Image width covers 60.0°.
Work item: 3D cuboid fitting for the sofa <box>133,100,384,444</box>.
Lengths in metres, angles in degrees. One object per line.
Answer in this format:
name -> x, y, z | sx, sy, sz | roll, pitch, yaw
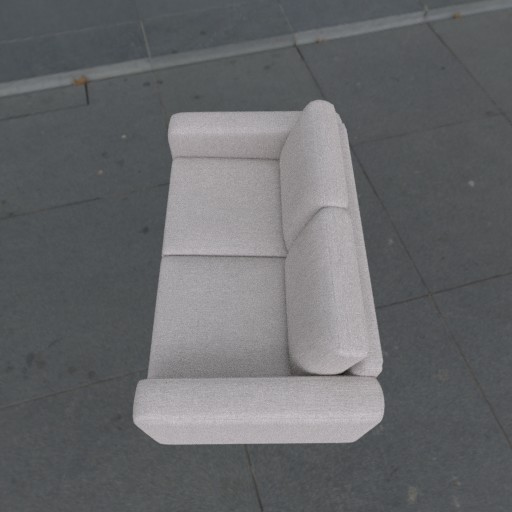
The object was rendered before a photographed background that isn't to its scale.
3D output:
sofa -> 0.000, 0.000, 2.051 | 0.900, 0.800, 1.540 | 0, 60, 0
